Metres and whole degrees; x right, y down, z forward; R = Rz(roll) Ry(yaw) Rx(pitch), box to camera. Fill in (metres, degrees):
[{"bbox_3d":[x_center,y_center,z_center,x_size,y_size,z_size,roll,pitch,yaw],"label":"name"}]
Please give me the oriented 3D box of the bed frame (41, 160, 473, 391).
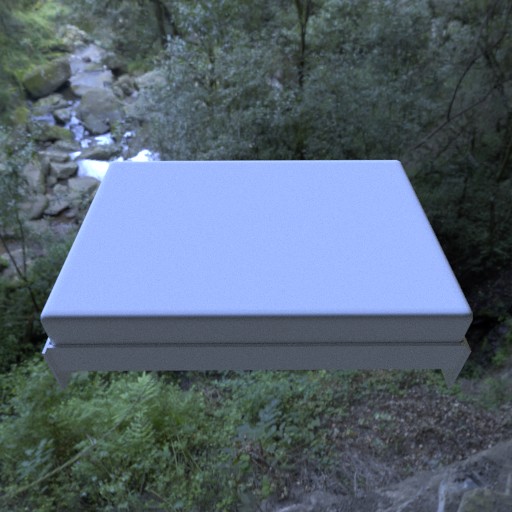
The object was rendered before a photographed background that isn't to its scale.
[{"bbox_3d":[0.000,0.000,2.587,1.945,0.497,1.445,0,42,0],"label":"bed frame"}]
